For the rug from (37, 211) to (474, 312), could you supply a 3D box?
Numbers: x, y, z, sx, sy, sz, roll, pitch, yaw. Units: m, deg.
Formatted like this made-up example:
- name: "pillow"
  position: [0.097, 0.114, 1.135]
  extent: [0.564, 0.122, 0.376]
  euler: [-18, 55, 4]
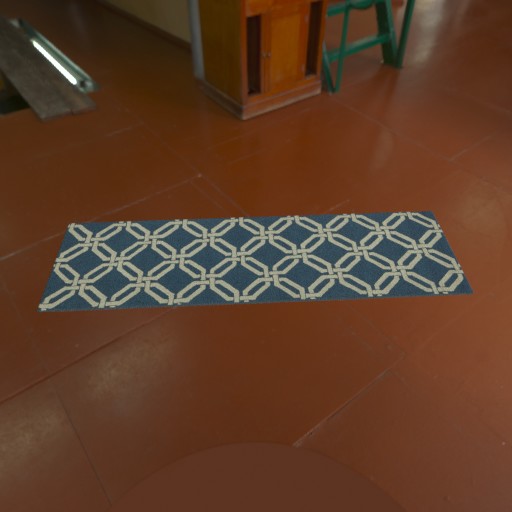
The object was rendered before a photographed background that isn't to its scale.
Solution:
- name: "rug"
  position: [0.000, 0.000, 2.539]
  extent: [2.276, 0.014, 0.678]
  euler: [-2, 46, -2]
